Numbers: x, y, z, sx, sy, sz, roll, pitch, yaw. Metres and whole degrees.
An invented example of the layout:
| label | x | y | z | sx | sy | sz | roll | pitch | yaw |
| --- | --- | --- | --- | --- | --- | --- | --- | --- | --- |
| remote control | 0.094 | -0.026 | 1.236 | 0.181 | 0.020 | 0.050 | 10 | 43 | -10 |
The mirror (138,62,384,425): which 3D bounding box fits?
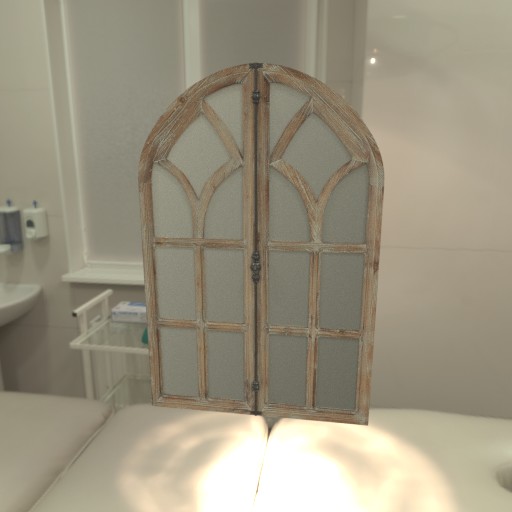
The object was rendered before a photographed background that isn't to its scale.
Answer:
| label | x | y | z | sx | sy | sz | roll | pitch | yaw |
| --- | --- | --- | --- | --- | --- | --- | --- | --- | --- |
| mirror | 0.000 | 0.000 | 1.128 | 0.609 | 0.915 | 0.032 | 2 | 14 | 9 |
